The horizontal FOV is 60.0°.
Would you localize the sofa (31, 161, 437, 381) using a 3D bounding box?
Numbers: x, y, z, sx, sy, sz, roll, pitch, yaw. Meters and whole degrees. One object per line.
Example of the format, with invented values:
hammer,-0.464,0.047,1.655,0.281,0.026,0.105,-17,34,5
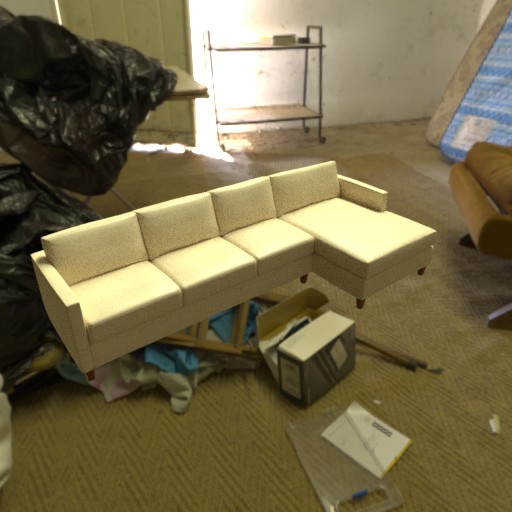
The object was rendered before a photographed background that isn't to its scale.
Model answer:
sofa,0.000,0.000,4.117,3.471,0.954,1.603,-21,35,-32
